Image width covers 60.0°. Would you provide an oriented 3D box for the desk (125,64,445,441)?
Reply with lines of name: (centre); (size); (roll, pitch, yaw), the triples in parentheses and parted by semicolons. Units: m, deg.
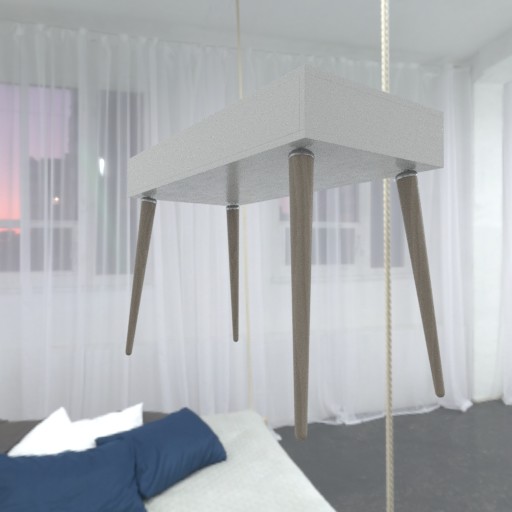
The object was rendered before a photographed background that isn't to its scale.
desk: (0.000, 0.000, 1.380); (0.491, 0.723, 0.979); (0, -1, -36)
